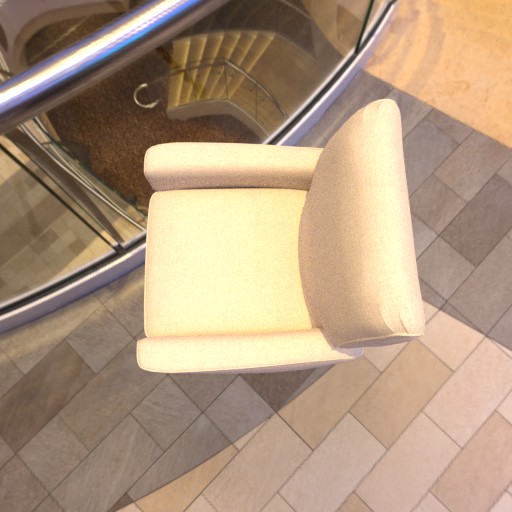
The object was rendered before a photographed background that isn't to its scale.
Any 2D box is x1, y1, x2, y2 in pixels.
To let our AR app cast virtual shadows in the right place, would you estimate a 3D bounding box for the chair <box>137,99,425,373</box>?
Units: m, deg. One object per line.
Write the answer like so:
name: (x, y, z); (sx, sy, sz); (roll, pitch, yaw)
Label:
chair: (0.000, 0.000, 1.647); (0.858, 1.023, 0.841); (-2, 75, 0)
